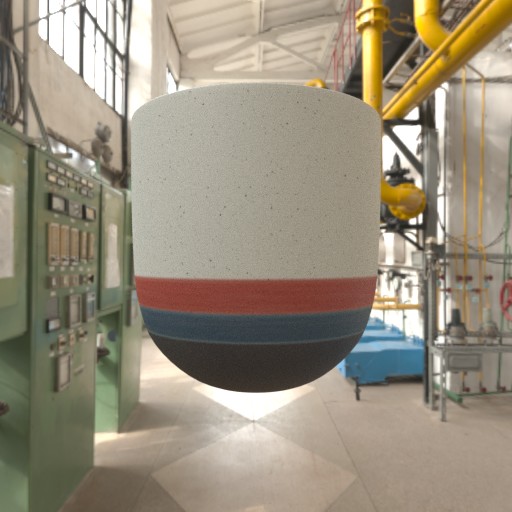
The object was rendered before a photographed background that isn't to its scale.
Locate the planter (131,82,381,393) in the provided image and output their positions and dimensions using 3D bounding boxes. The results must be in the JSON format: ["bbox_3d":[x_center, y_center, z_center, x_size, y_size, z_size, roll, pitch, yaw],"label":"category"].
[{"bbox_3d":[0.000,0.000,0.375,0.204,0.214,0.204,0,0,0],"label":"planter"}]
